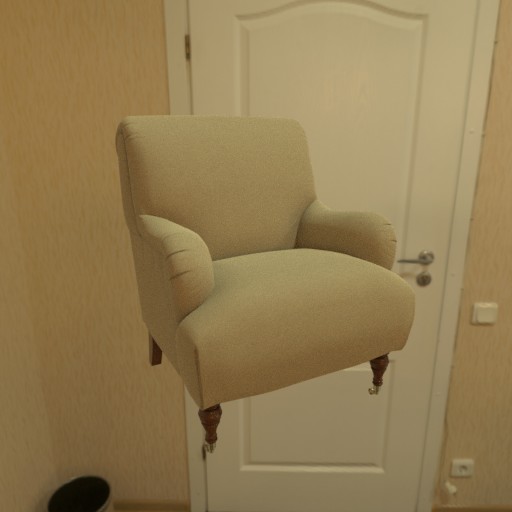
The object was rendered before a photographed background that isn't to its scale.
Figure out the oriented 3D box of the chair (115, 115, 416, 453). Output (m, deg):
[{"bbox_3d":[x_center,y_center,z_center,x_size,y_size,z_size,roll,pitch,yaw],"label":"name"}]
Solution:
[{"bbox_3d":[0.000,0.000,1.531,0.766,0.942,0.842,-8,18,-27],"label":"chair"}]
